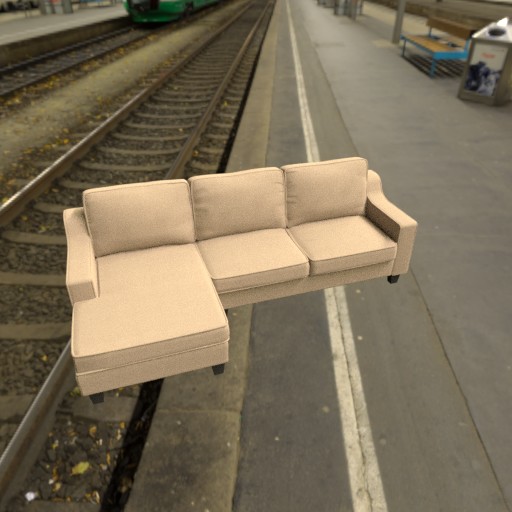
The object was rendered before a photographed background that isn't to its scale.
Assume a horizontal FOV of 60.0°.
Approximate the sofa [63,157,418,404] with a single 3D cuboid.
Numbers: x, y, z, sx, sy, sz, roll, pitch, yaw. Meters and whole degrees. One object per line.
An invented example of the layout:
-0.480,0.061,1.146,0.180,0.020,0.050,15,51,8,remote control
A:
0.000,0.000,3.233,2.561,0.928,1.294,-10,33,-15,sofa
